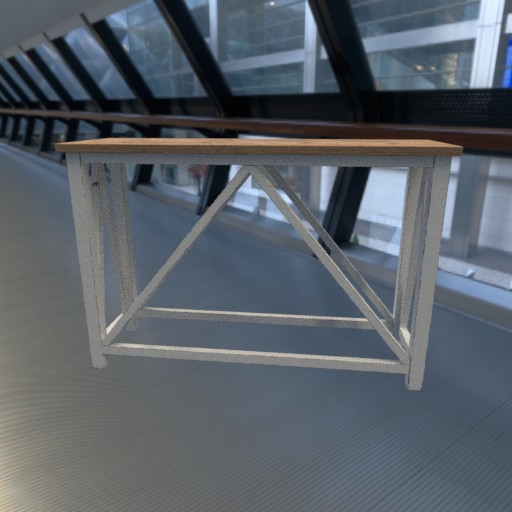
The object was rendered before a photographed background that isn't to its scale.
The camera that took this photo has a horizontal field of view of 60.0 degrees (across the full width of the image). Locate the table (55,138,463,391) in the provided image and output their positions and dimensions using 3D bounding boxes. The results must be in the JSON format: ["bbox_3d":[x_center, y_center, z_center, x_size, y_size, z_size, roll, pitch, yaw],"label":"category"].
[{"bbox_3d":[0.000,0.000,1.860,1.400,0.930,0.450,2,18,7],"label":"table"}]
